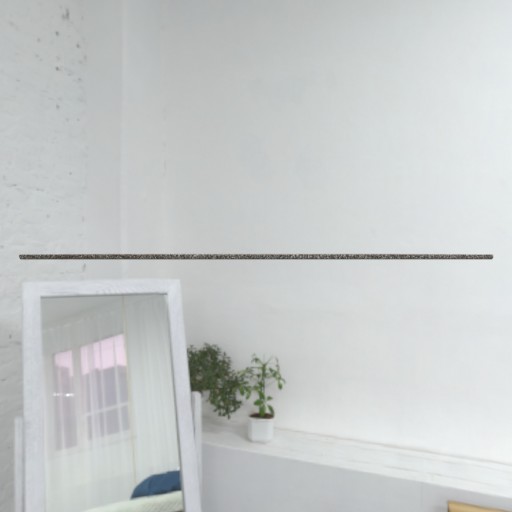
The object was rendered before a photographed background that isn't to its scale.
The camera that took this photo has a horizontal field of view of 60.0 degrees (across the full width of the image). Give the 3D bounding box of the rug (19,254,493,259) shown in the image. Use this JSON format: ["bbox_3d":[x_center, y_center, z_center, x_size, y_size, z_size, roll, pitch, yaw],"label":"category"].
[{"bbox_3d":[0.000,0.000,2.923,2.352,0.025,1.501,0,0,-1],"label":"rug"}]
